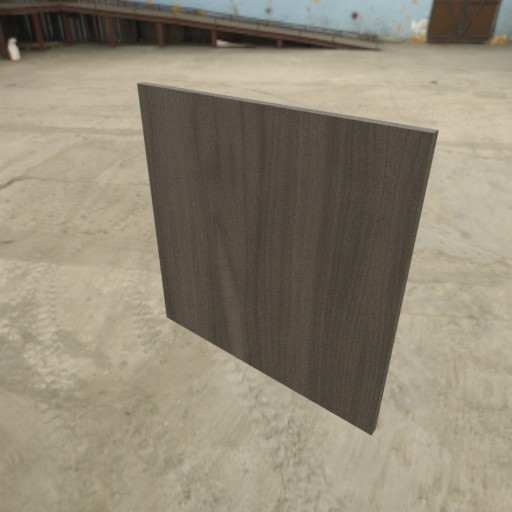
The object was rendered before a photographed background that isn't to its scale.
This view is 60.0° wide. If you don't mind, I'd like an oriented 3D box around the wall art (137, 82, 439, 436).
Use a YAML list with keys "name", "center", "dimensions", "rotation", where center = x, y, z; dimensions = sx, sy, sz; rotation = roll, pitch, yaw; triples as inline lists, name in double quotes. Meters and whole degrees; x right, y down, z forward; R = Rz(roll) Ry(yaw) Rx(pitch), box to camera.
- name: "wall art"
  center: [0.000, 0.000, 0.755]
  dimensions: [0.508, 0.507, 0.016]
  rotation: [22, 37, 32]
